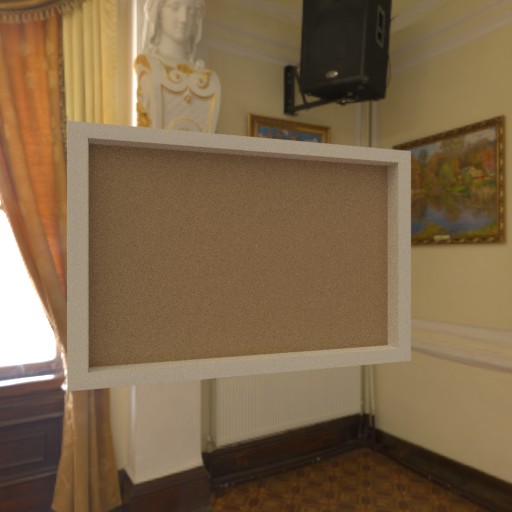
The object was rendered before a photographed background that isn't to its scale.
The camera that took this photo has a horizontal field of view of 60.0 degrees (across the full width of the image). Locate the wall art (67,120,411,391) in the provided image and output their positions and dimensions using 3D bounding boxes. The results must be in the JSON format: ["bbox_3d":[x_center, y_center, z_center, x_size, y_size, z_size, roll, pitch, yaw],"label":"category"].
[{"bbox_3d":[0.000,0.000,0.492,0.384,0.254,0.039,0,0,-18],"label":"wall art"}]
